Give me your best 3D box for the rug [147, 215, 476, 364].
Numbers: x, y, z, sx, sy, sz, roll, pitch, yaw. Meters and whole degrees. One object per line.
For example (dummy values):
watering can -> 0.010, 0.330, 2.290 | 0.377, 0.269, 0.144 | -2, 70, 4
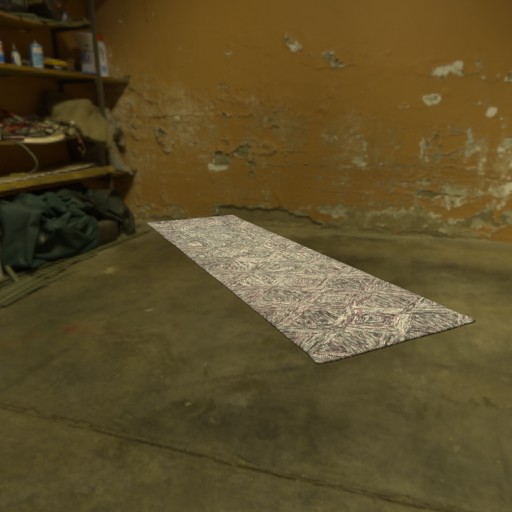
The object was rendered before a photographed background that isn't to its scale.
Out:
rug -> 0.000, 0.000, 2.499 | 0.719, 0.013, 2.305 | -8, 18, -25
